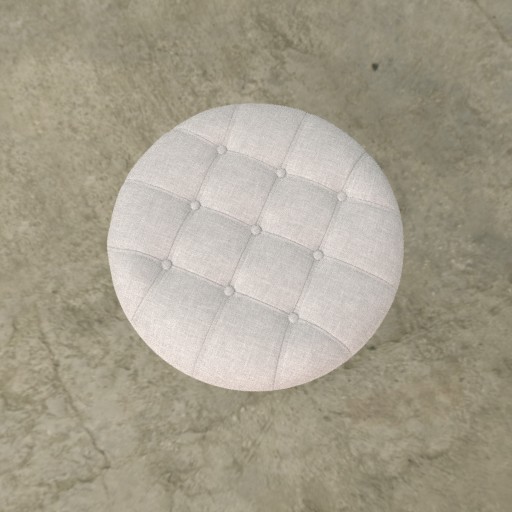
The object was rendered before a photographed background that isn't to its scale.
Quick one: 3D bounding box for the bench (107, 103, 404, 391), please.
[{"bbox_3d":[0.000,0.000,1.050,0.600,0.453,0.600,0,76,0],"label":"bench"}]
